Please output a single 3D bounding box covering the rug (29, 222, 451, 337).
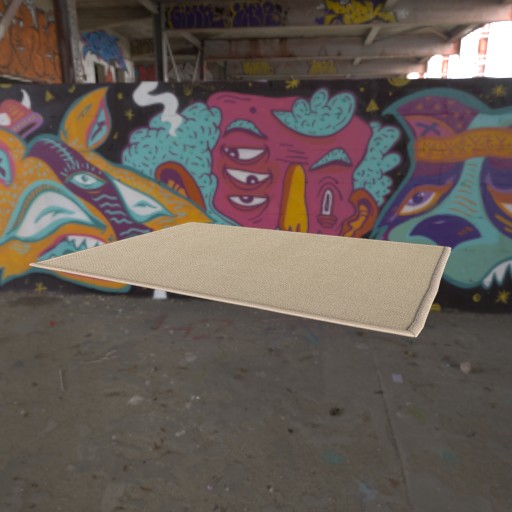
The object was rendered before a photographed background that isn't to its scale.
[{"bbox_3d":[0.000,0.000,2.671,2.081,0.020,1.525,7,16,26],"label":"rug"}]
